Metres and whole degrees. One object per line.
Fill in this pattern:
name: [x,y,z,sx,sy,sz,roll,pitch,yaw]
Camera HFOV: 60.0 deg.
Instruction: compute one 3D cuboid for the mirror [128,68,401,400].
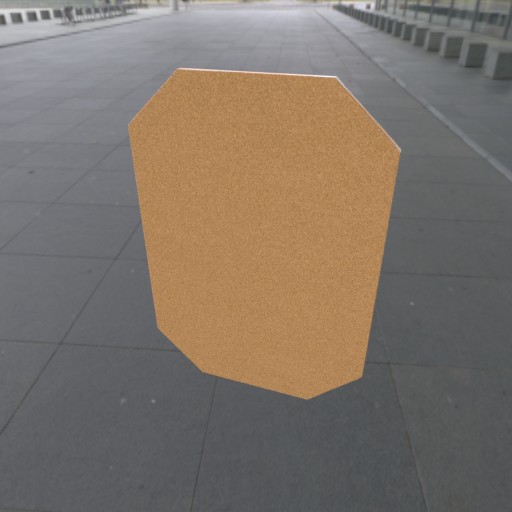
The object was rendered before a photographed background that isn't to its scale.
mirror: [0.000,0.000,1.305,0.709,1.015,0.061,10,32,16]
